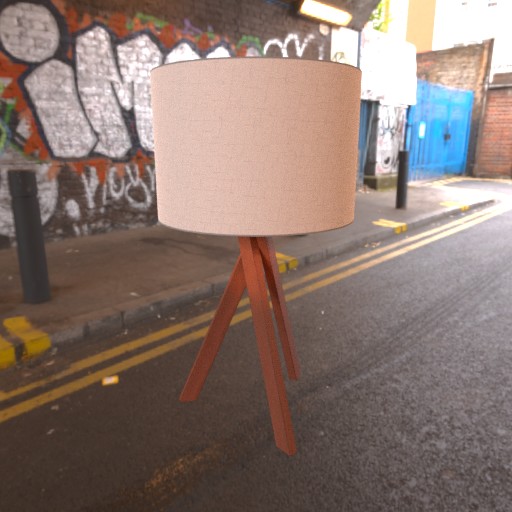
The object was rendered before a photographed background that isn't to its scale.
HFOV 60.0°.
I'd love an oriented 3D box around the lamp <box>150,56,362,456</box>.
[{"bbox_3d":[0.000,0.000,0.900,0.380,0.686,0.380,-2,15,-7],"label":"lamp"}]
